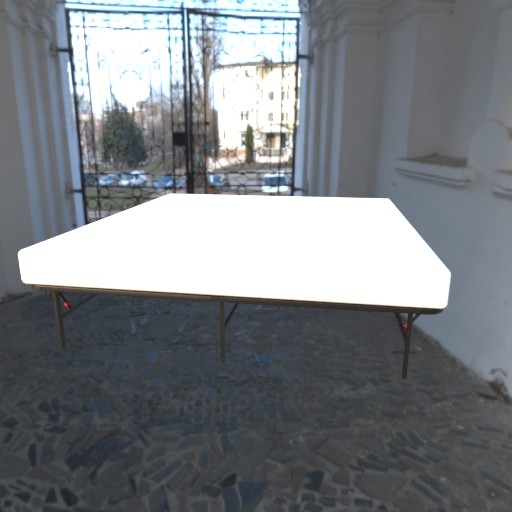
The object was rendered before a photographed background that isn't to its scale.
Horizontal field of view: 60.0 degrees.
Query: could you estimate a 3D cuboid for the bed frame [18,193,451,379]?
[{"bbox_3d":[0.000,0.000,2.944,1.935,0.525,2.033,3,16,9],"label":"bed frame"}]
